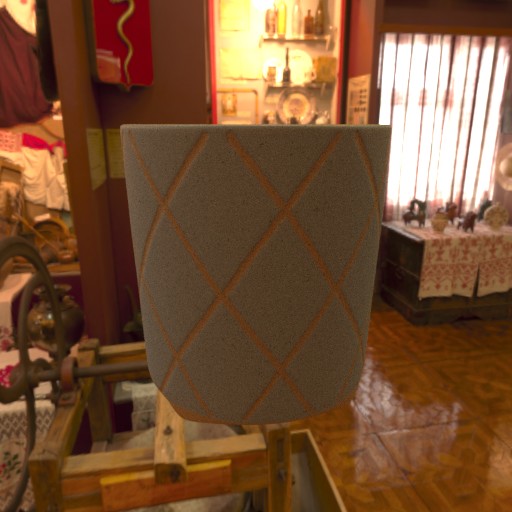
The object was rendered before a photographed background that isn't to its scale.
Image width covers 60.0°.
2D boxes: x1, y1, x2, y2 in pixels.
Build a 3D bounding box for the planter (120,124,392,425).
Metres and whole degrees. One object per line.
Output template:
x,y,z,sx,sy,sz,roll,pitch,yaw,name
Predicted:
0.000,0.000,0.351,0.191,0.200,0.191,0,17,0,planter
